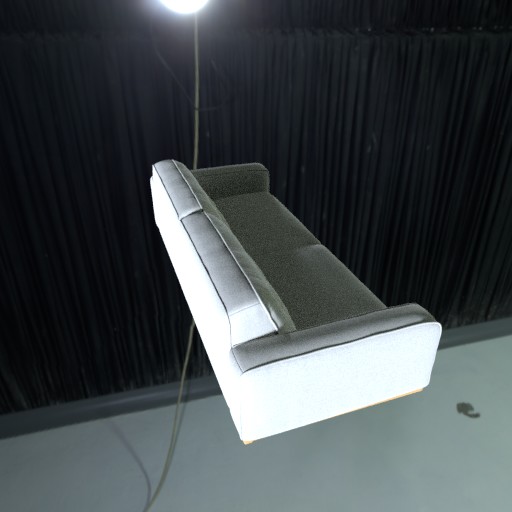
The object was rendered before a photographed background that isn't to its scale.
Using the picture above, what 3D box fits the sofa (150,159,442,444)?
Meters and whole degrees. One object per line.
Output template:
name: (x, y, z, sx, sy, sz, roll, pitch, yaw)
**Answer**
sofa: (0.000, 0.000, 2.782, 0.956, 0.781, 2.270, -11, 32, -17)
